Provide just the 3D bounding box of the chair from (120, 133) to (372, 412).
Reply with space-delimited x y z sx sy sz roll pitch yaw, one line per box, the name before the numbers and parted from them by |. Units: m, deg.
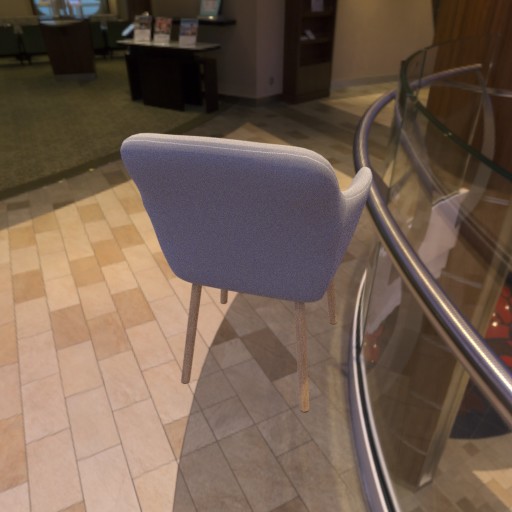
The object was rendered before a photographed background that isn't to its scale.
chair | 0.000 0.000 1.256 0.570 0.830 0.590 9 33 14
